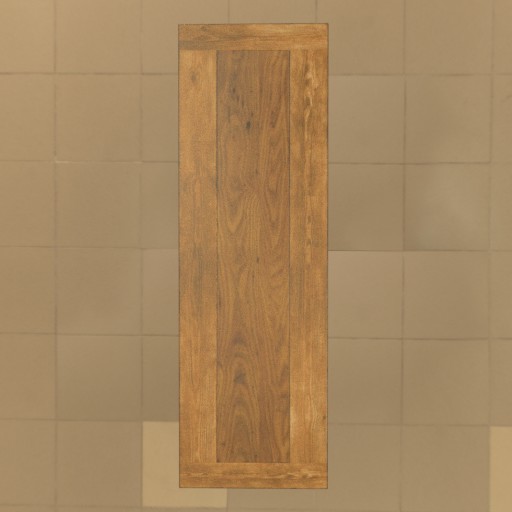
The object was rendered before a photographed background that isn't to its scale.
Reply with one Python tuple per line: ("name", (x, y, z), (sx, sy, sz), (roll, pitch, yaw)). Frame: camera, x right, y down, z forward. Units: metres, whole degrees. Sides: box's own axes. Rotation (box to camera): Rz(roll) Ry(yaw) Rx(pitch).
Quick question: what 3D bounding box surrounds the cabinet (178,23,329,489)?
("cabinet", (0.000, 0.000, 1.810), (0.480, 0.813, 1.474), (0, 91, 1))
